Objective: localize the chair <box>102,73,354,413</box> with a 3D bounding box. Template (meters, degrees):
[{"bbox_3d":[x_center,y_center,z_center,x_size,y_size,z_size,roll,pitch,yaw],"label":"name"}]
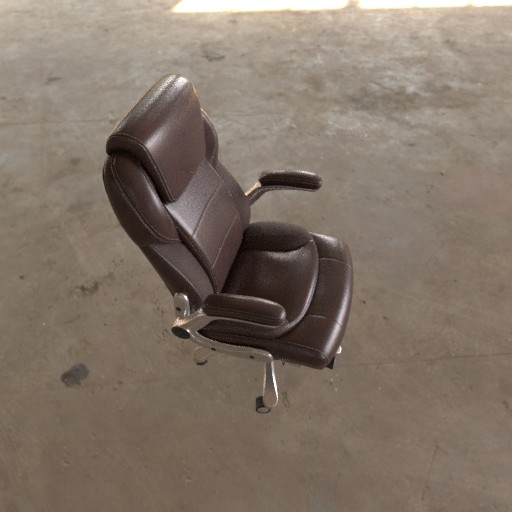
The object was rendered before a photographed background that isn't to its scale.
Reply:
[{"bbox_3d":[0.000,0.000,1.648,0.774,1.160,0.733,11,48,10],"label":"chair"}]
